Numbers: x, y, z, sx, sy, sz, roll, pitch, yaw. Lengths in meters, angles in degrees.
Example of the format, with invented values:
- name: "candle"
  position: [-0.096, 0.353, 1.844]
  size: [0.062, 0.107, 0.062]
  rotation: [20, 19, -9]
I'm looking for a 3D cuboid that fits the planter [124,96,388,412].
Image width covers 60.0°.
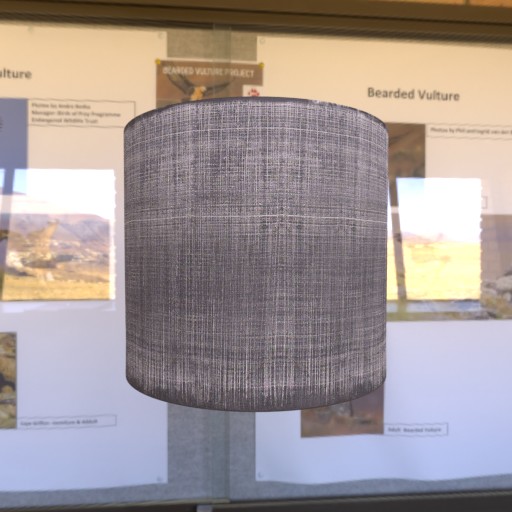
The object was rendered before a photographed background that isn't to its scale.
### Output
- name: "planter"
  position: [0.000, 0.000, 0.387]
  size: [0.221, 0.201, 0.221]
  rotation: [0, 0, 0]
